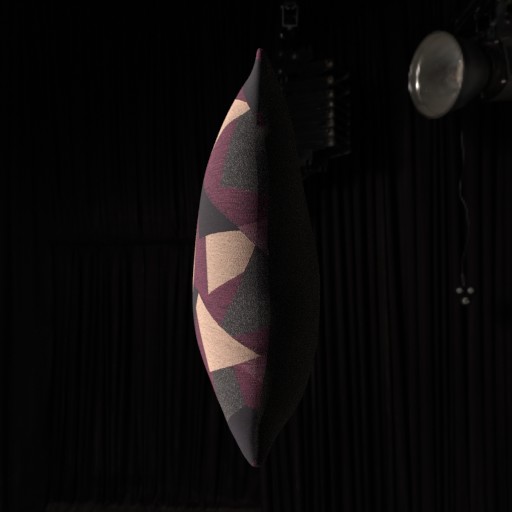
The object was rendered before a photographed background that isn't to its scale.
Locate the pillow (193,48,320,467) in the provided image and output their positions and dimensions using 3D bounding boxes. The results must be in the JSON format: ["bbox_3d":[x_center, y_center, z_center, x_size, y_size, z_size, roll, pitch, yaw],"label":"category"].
[{"bbox_3d":[0.000,0.000,0.760,0.208,0.496,0.503,0,0,1],"label":"pillow"}]
